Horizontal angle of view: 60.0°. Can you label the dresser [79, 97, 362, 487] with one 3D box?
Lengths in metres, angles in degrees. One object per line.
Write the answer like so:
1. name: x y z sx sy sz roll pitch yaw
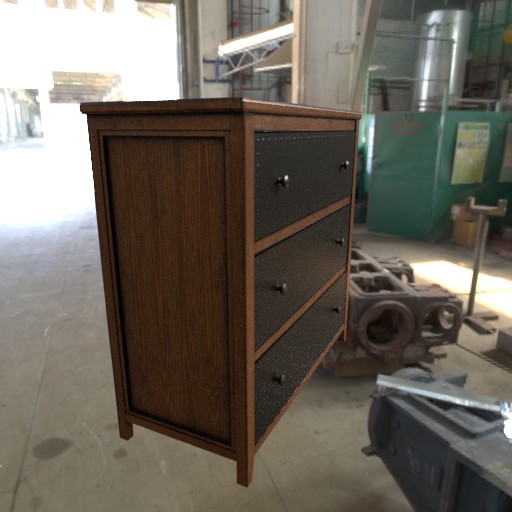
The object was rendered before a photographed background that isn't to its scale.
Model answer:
1. dresser: 0.000 0.000 1.935 0.591 1.224 1.250 8 18 25
